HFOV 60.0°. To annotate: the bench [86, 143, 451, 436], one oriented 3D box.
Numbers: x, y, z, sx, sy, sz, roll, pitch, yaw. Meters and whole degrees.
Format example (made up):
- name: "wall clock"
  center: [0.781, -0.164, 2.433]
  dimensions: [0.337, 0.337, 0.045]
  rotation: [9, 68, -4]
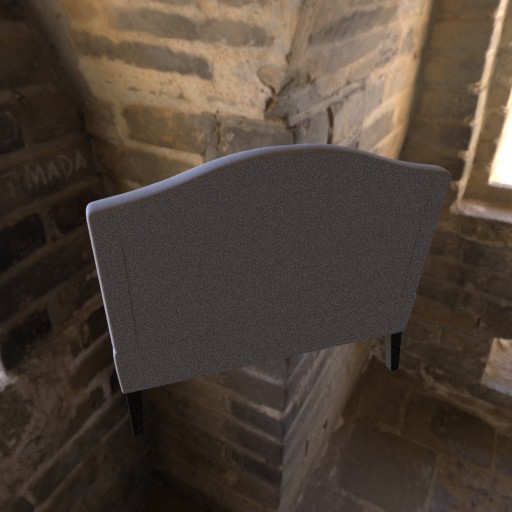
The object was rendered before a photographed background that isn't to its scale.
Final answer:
- name: "bench"
  center: [0.000, 0.000, 2.037]
  dimensions: [1.335, 1.180, 0.815]
  rotation: [-9, 29, -16]
